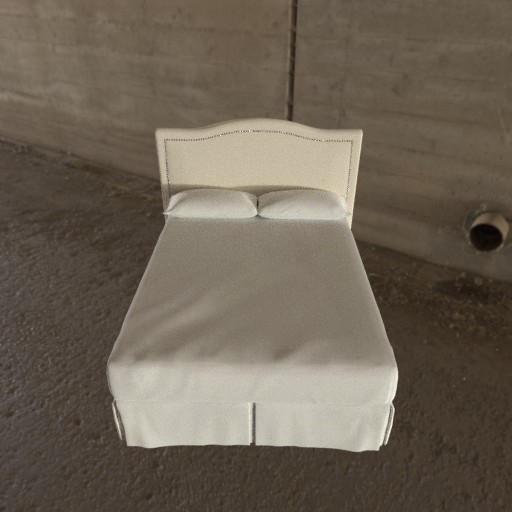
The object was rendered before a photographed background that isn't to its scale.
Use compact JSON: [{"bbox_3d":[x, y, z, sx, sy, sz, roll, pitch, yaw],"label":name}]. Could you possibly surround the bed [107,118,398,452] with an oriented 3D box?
[{"bbox_3d":[0.000,0.000,3.217,1.753,1.460,2.143,1,31,1],"label":"bed"}]
